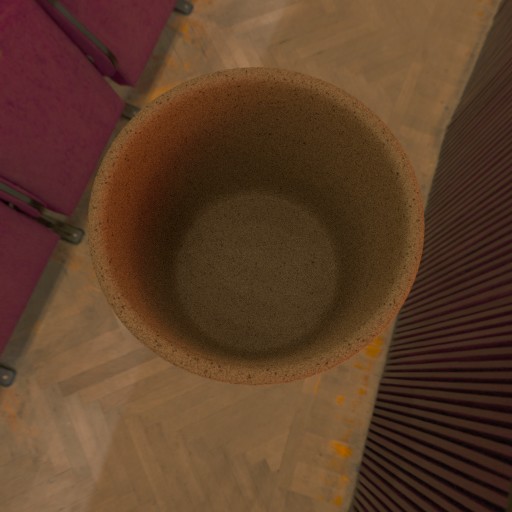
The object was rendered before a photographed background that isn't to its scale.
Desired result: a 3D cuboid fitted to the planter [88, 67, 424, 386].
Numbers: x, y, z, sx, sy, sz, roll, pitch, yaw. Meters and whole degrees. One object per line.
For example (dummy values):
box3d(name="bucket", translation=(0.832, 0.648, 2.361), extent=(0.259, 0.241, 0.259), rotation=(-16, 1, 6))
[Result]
box3d(name="planter", translation=(0.000, 0.000, 0.346), extent=(0.191, 0.199, 0.191), rotation=(0, 75, 0))
